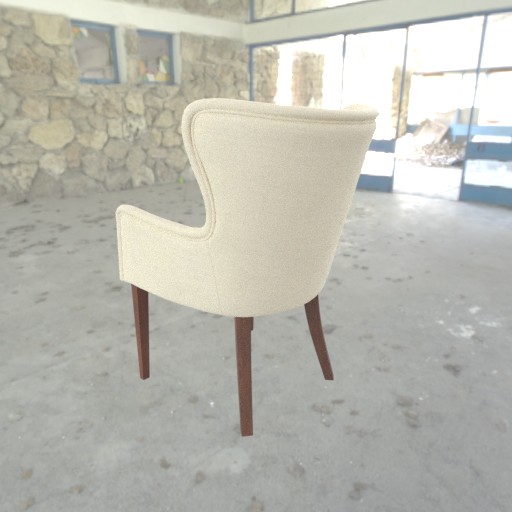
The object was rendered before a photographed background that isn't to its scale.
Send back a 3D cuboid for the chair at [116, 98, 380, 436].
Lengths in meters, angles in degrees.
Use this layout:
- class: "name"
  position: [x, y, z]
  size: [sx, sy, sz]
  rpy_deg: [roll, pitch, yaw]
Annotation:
- class: "chair"
  position: [0.000, 0.000, 1.513]
  size: [0.744, 0.990, 0.696]
  rpy_deg: [17, 24, 42]
